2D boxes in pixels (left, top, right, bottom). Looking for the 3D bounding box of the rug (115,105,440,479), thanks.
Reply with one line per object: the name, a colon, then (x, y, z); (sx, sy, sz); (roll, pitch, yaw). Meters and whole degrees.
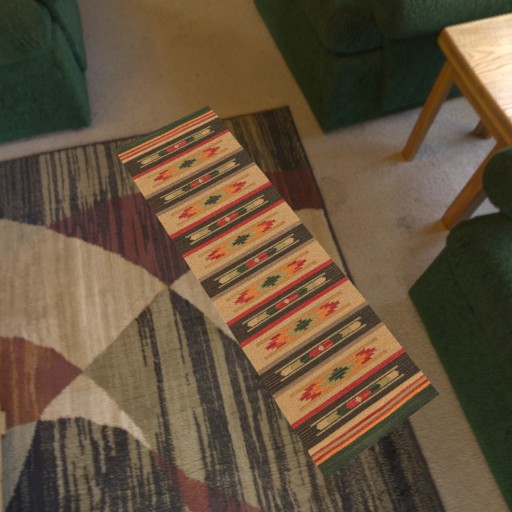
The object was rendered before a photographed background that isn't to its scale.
rug: (0.000, 0.000, 2.720); (0.760, 0.009, 2.440); (-30, 68, -14)
